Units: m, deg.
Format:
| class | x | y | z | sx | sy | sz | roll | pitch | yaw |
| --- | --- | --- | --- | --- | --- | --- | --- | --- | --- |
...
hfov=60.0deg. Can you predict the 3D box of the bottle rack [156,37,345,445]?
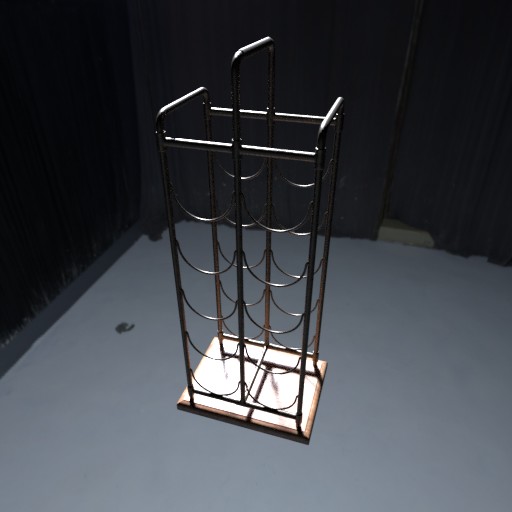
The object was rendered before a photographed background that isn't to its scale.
| class | x | y | z | sx | sy | sz | roll | pitch | yaw |
| --- | --- | --- | --- | --- | --- | --- | --- | --- | --- |
| bottle rack | 0.000 | 0.000 | 0.779 | 0.276 | 0.680 | 0.208 | 10 | 34 | 15 |
